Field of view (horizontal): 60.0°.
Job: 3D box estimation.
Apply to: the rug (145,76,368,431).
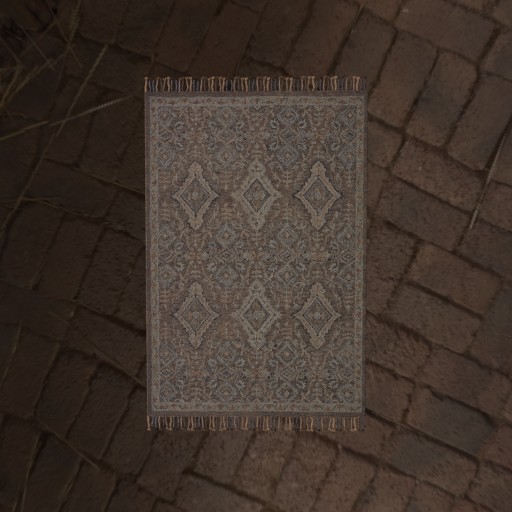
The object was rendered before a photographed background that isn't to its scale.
[{"bbox_3d":[0.000,0.000,3.046,1.516,0.010,2.434,0,92,1],"label":"rug"}]
